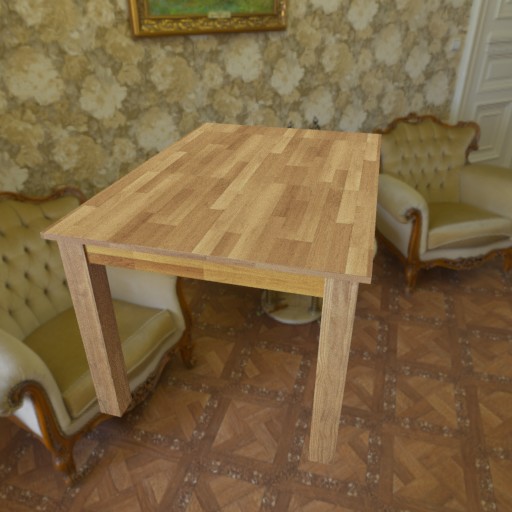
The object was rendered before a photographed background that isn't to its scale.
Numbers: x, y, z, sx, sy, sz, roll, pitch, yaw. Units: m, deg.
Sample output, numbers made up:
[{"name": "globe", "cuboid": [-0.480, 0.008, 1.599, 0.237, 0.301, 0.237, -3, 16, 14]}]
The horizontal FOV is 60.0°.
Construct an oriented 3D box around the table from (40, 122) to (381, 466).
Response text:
[{"name": "table", "cuboid": [0.000, 0.000, 1.865, 0.900, 0.750, 1.300, 8, 31, 13]}]
